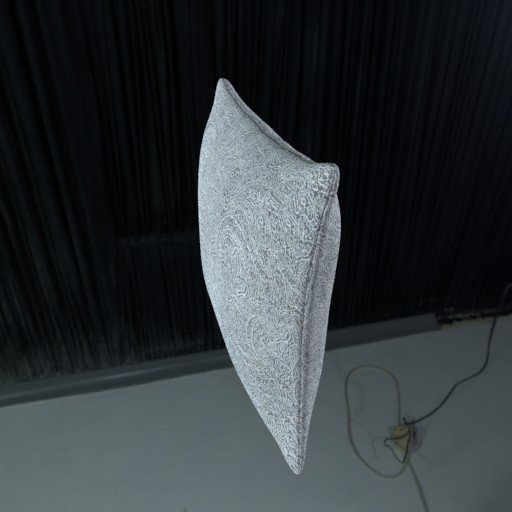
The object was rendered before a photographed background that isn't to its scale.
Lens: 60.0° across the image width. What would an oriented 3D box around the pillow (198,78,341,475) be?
[{"bbox_3d":[0.000,0.000,0.781,0.166,0.510,0.523,-9,33,-14],"label":"pillow"}]
